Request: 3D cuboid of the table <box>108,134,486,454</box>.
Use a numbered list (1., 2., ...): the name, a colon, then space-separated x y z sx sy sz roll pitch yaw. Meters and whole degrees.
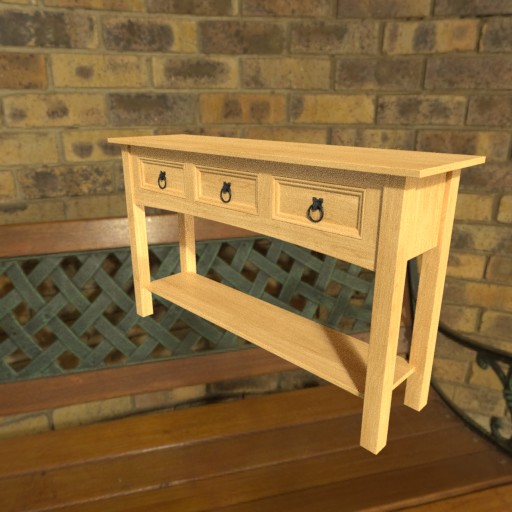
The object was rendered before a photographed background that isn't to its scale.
1. table: 0.000 0.000 1.498 1.240 0.730 0.350 18 25 42
